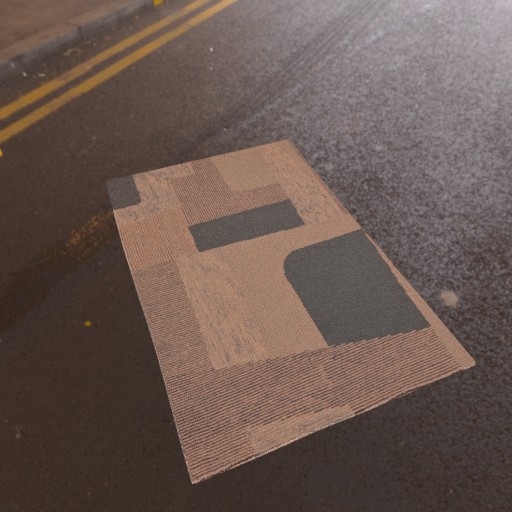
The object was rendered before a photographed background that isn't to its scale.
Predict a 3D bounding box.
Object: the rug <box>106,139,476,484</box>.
[{"bbox_3d":[0.000,0.000,2.277,1.238,0.020,1.847,-17,49,-15],"label":"rug"}]
